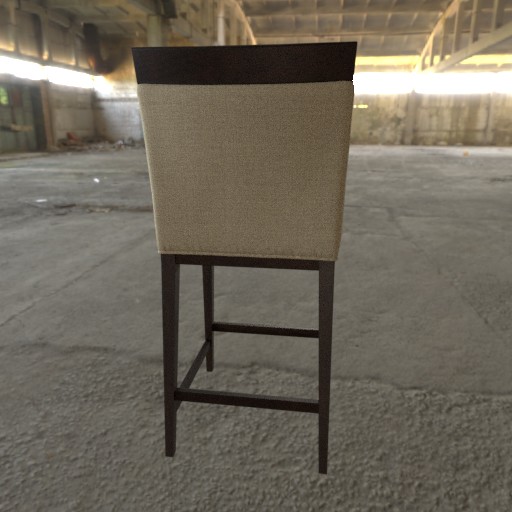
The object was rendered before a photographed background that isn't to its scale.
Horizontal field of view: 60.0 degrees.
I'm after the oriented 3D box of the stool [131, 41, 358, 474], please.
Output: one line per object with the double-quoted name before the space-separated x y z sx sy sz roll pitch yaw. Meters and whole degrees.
"stool" 0.000 0.000 1.354 0.511 1.117 0.531 2 17 8
